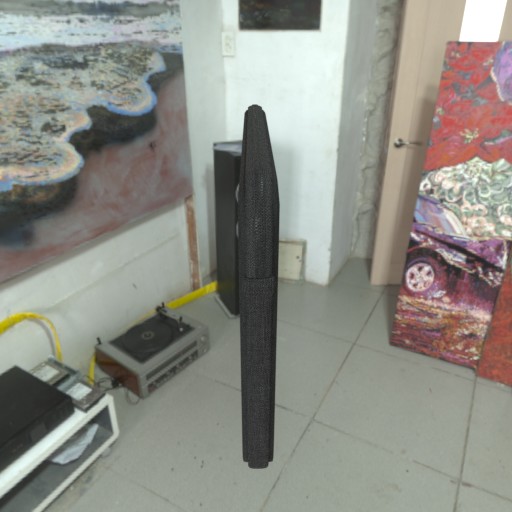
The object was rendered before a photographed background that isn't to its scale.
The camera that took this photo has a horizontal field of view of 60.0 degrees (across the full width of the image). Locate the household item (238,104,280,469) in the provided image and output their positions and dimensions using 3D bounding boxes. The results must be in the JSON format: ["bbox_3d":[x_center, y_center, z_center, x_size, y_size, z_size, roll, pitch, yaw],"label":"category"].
[{"bbox_3d":[0.000,0.000,0.529,0.030,0.305,0.396,0,27,-1],"label":"household item"}]
